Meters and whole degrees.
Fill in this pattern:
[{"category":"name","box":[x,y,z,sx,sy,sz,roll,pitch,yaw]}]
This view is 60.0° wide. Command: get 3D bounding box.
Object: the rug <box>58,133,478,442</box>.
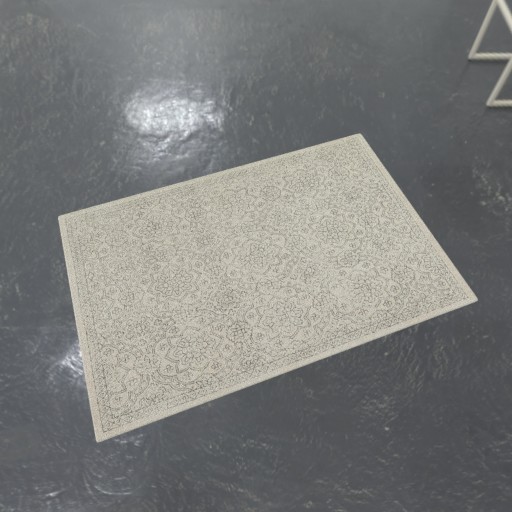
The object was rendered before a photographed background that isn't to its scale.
[{"category":"rug","box":[0.000,0.000,2.826,2.286,0.011,1.524,-18,60,-11]}]
